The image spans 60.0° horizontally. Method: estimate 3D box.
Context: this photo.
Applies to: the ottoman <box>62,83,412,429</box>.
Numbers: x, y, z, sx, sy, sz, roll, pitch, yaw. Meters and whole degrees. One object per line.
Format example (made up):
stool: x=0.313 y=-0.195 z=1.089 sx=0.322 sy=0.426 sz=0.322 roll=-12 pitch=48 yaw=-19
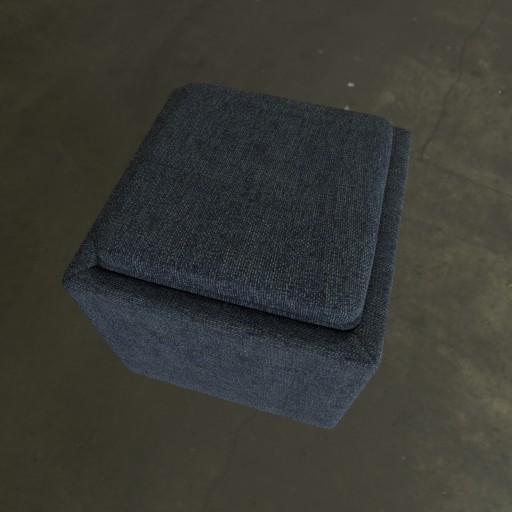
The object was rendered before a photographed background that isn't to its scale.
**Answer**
ottoman: x=0.000 y=0.000 z=0.839 sx=0.450 sy=0.460 sz=0.450 roll=14 pitch=59 yaw=8
